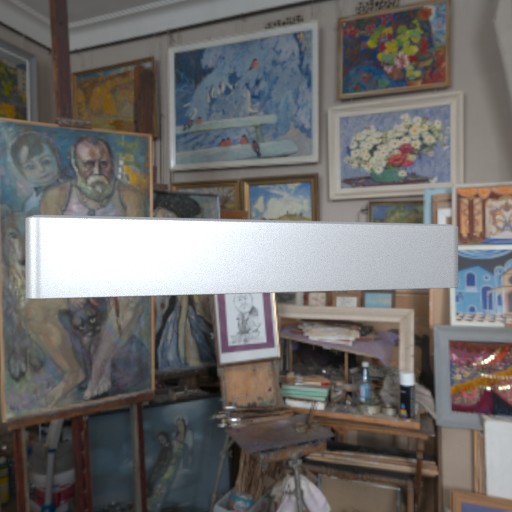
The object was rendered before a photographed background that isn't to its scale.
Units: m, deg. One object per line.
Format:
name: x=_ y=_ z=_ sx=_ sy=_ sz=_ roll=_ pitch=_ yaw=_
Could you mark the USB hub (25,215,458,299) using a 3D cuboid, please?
USB hub: x=0.000 y=0.000 z=0.161 sx=0.145 sy=0.023 sz=0.044 roll=0 pitch=0 yaw=-17
